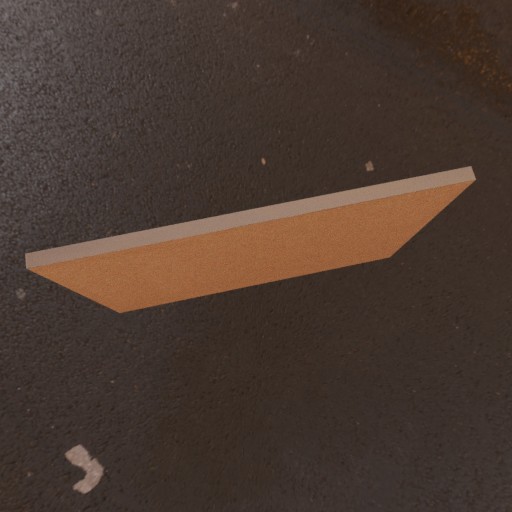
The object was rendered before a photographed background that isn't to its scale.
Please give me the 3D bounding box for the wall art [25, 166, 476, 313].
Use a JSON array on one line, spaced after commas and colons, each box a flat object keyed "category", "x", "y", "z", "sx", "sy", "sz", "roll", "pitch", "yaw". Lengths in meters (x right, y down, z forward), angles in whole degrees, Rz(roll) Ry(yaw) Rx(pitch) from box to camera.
[{"category": "wall art", "x": 0.000, "y": 0.000, "z": 0.793, "sx": 0.615, "sy": 0.410, "sz": 0.021, "roll": -11, "pitch": 75, "yaw": -3}]
